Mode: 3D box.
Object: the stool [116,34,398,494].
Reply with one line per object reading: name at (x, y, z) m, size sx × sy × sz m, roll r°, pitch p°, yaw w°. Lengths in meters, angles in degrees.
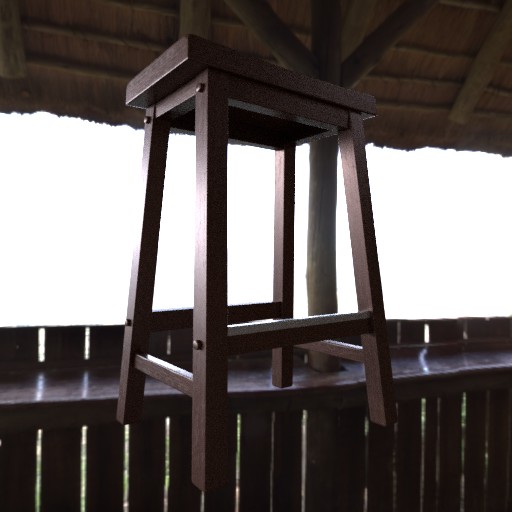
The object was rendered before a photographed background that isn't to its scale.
stool at (0.000, 0.000, 0.815) m, size 0.406 × 0.610 × 0.322 m, roll 0°, pitch 0°, yaw -37°
